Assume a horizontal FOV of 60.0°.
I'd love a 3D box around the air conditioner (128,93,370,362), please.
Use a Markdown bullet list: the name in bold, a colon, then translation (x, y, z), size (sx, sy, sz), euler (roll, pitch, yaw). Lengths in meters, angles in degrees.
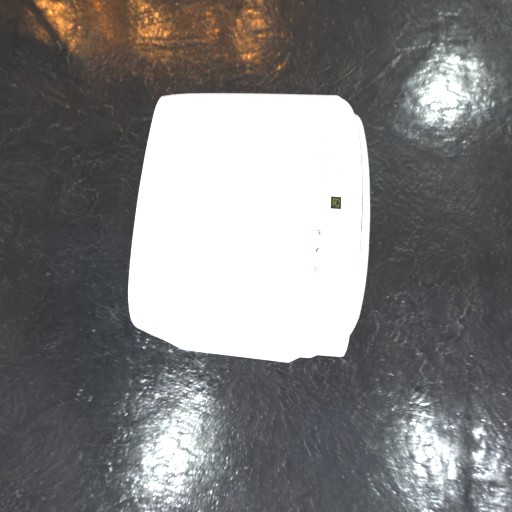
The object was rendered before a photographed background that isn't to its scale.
- **air conditioner**: translation (0.000, 0.000, 1.072), size (0.467, 0.765, 0.478), euler (4, 76, 1)
